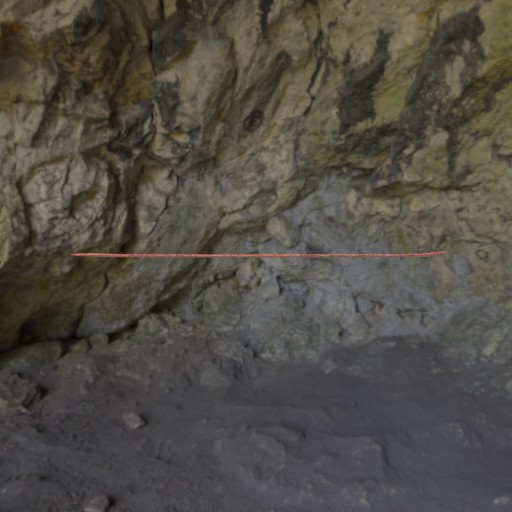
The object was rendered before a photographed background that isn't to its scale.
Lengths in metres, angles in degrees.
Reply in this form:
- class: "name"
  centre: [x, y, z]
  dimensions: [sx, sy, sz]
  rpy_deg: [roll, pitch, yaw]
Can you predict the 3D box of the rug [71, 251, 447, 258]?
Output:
- class: "rug"
  centre: [0.000, 0.000, 2.919]
  dimensions: [1.521, 0.026, 2.286]
  rpy_deg: [0, 0, -1]
